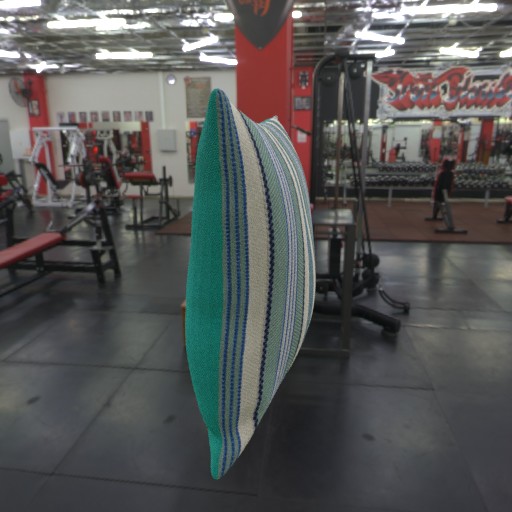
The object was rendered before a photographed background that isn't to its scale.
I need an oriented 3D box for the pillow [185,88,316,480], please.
[{"bbox_3d":[0.000,0.000,0.675,0.182,0.441,0.440,3,15,10],"label":"pillow"}]
